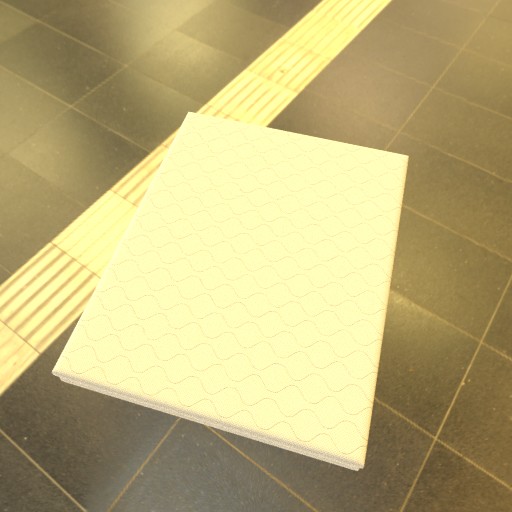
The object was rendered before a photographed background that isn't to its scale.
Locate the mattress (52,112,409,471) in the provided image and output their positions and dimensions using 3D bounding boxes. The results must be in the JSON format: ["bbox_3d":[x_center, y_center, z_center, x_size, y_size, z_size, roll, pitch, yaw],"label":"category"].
[{"bbox_3d":[0.000,0.000,2.701,1.600,0.200,2.000,14,60,8],"label":"mattress"}]
